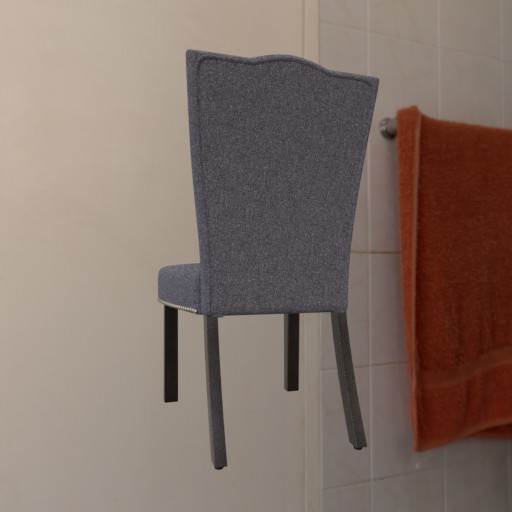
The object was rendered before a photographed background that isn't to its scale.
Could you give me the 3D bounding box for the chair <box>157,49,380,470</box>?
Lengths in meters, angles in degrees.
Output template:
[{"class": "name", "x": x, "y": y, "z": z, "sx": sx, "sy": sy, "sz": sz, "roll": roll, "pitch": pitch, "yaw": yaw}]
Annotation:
[{"class": "chair", "x": 0.000, "y": 0.000, "z": 1.297, "sx": 0.518, "sy": 0.946, "sz": 0.589, "roll": 0, "pitch": -2, "yaw": -18}]
